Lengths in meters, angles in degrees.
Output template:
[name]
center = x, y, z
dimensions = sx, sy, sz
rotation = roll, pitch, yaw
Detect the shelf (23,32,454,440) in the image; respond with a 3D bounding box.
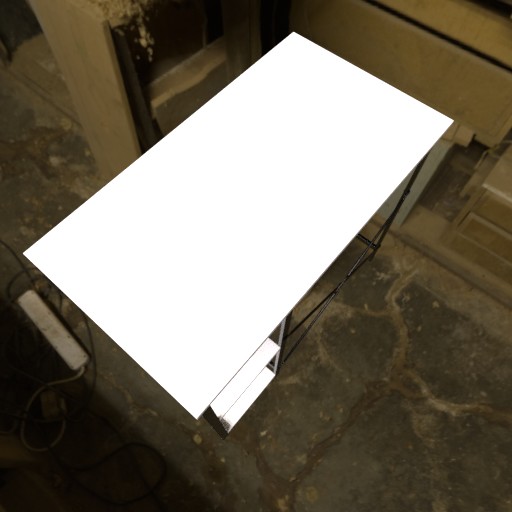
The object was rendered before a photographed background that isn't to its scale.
[shelf]
center = 0.000, 0.000, 1.333
dimensions = 0.498, 0.750, 0.902
rotation = 37, 69, 17
